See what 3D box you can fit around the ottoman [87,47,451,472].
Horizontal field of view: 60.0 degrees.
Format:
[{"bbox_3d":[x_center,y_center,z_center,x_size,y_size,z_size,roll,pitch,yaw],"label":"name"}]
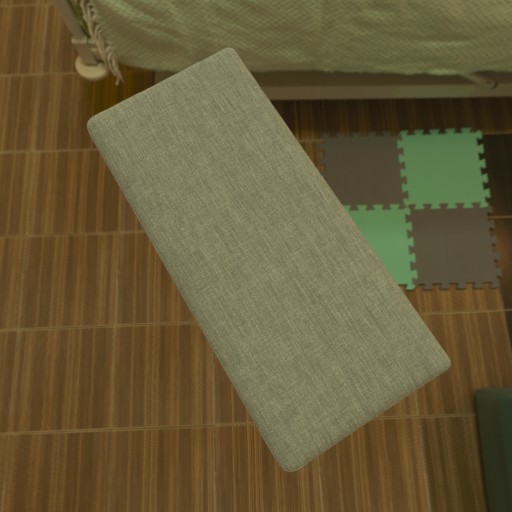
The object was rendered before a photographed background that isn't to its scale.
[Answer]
[{"bbox_3d":[0.000,0.000,1.136,0.419,0.432,0.902,-31,78,-7],"label":"ottoman"}]
